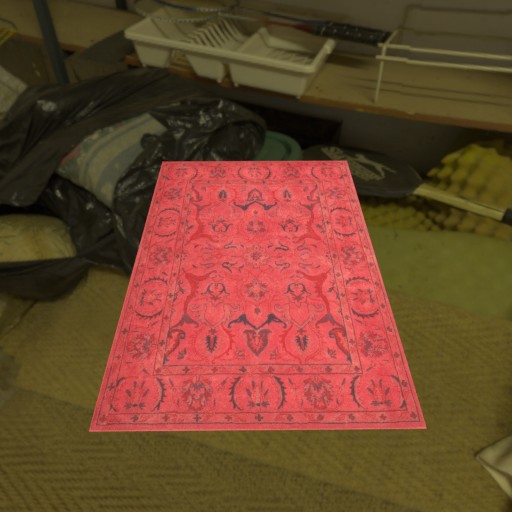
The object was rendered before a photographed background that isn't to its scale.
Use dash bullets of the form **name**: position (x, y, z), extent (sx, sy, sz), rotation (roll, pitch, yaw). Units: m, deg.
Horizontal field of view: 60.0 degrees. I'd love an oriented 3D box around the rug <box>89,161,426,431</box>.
- **rug**: position (0.000, 0.000, 2.245), extent (1.209, 0.008, 1.814), rotation (0, 43, 0)
